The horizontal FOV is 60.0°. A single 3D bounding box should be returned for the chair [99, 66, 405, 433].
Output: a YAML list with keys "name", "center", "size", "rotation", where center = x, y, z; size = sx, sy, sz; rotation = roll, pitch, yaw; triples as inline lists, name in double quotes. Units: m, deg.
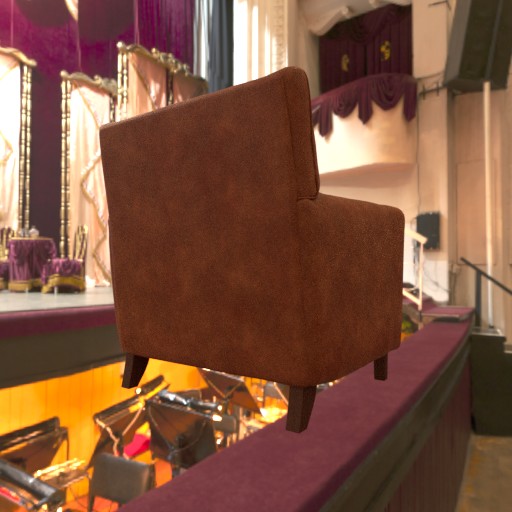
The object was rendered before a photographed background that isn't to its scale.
- name: "chair"
  center: [0.000, 0.000, 1.639]
  size: [0.870, 0.943, 0.823]
  rotation: [-1, -1, 36]
